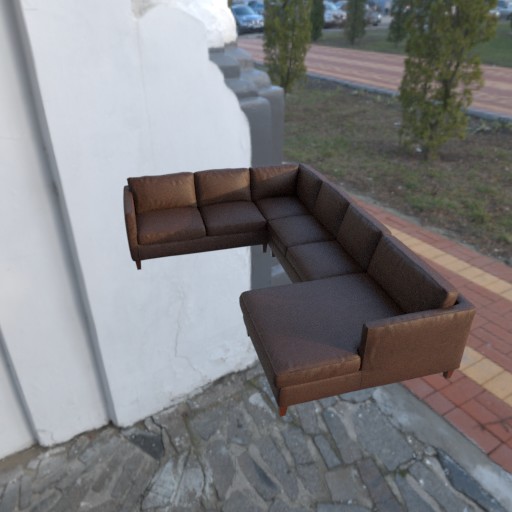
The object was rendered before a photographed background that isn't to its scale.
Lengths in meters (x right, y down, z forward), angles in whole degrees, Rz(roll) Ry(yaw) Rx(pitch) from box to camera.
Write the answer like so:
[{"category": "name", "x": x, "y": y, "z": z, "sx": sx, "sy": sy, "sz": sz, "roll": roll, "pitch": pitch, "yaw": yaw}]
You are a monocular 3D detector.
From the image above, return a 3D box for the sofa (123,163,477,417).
[{"category": "sofa", "x": 0.000, "y": 0.000, "z": 4.621, "sx": 2.593, "sy": 0.923, "sz": 3.460, "roll": -8, "pitch": 31, "yaw": -13}]
